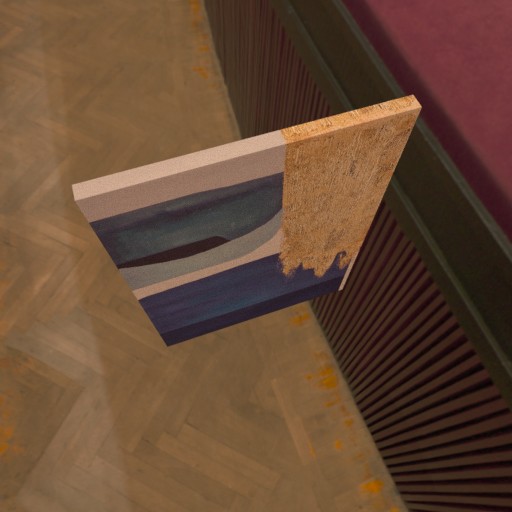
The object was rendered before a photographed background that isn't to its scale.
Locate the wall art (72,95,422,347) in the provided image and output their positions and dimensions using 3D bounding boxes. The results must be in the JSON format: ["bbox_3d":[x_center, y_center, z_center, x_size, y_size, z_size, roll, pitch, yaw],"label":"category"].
[{"bbox_3d":[0.000,0.000,0.832,0.458,0.613,0.026,-17,64,-9],"label":"wall art"}]
